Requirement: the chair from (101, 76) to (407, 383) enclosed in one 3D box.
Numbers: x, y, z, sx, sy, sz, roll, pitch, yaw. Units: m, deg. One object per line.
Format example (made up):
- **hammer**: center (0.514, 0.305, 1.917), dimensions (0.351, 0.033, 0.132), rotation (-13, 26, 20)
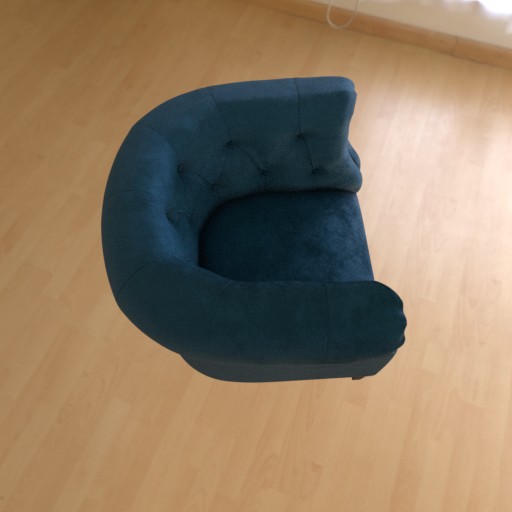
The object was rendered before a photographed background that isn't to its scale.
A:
- **chair**: center (0.000, 0.000, 1.527), dimensions (0.851, 0.826, 0.904), rotation (-3, 63, -2)
